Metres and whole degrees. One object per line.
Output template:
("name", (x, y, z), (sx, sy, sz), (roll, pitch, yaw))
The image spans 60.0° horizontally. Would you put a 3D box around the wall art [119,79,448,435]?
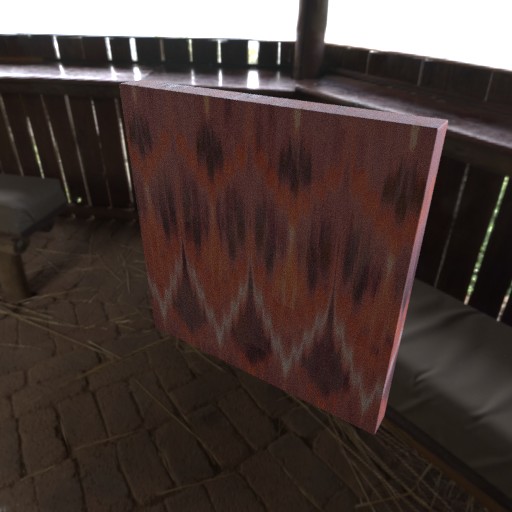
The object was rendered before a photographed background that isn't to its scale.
("wall art", (0.000, 0.000, 0.596), (0.403, 0.406, 0.038), (19, 35, 28))
